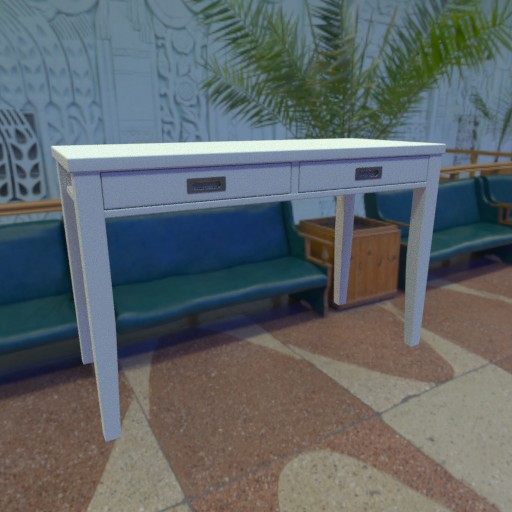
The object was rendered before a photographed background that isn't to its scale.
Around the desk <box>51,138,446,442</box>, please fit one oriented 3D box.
[{"bbox_3d":[0.000,0.000,1.591,1.220,0.775,0.508,-9,19,-26],"label":"desk"}]
